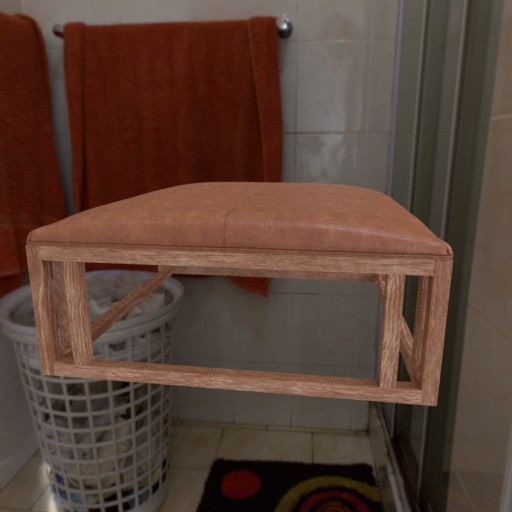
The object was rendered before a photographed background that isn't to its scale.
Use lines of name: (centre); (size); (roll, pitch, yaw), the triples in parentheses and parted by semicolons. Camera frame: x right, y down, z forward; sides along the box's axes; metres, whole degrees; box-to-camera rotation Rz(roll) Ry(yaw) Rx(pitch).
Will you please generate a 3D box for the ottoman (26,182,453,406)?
ottoman: (0.000, 0.000, 1.542); (1.013, 0.442, 1.016); (2, 14, 8)
